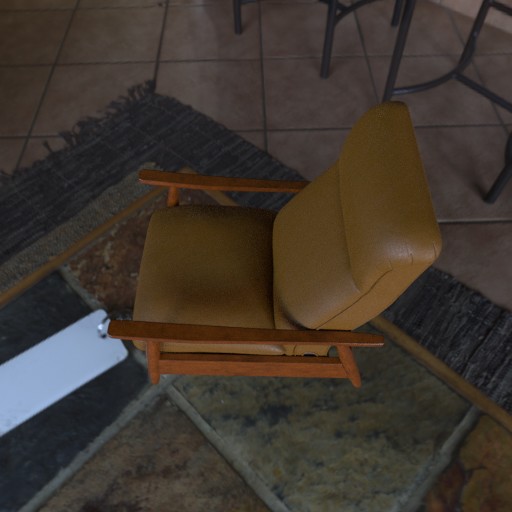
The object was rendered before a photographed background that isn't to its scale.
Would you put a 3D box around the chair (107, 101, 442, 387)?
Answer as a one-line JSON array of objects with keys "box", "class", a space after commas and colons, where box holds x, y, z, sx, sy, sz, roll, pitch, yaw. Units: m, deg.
[{"box": [0.000, 0.000, 1.777, 1.014, 1.082, 0.762, 1, 58, 0], "class": "chair"}]
